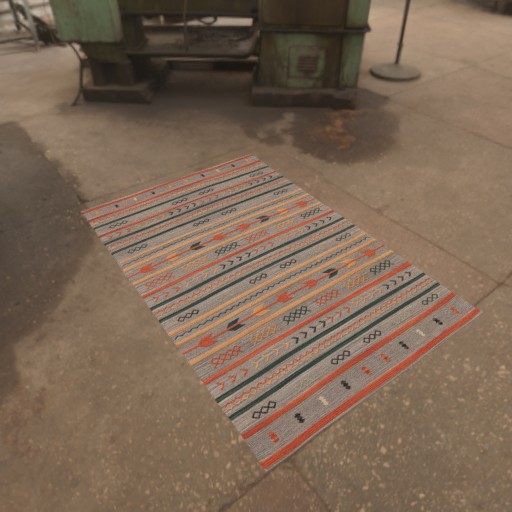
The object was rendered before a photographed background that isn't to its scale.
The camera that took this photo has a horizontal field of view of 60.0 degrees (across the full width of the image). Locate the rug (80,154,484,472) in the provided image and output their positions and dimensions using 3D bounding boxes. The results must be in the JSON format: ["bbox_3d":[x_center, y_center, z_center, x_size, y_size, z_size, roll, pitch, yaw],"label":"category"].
[{"bbox_3d":[0.000,0.000,2.297,1.220,0.017,1.835,-25,47,-26],"label":"rug"}]
